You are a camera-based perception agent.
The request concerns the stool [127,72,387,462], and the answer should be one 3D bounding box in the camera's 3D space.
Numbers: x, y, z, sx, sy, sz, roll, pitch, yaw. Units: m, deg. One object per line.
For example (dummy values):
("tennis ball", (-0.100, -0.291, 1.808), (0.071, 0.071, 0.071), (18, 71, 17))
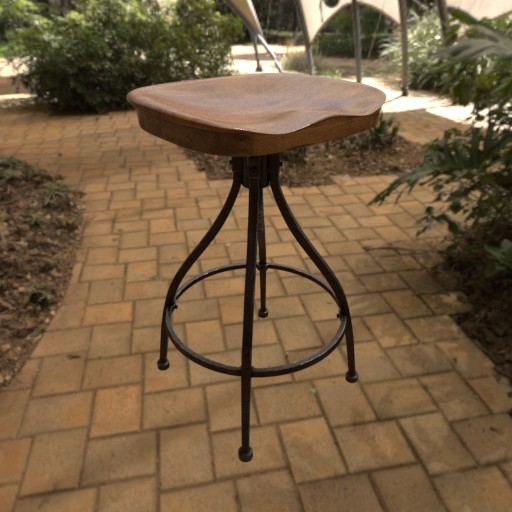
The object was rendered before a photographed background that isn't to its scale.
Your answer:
("stool", (0.000, 0.000, 0.972), (0.432, 0.694, 0.424), (-23, 37, -34))
